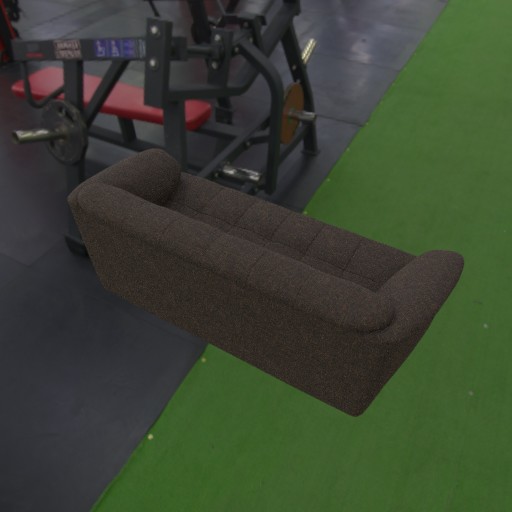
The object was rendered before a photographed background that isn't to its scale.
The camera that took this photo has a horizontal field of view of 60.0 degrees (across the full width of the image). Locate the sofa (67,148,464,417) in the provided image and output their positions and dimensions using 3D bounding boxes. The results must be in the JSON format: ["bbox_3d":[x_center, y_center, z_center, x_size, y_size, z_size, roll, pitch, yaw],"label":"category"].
[{"bbox_3d":[0.000,0.000,2.274,1.849,0.790,0.887,23,50,21],"label":"sofa"}]
